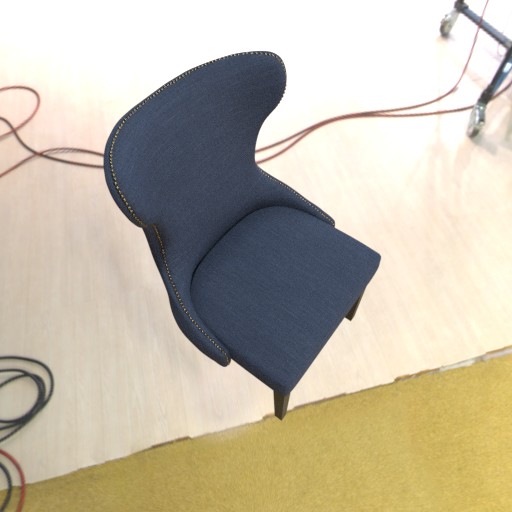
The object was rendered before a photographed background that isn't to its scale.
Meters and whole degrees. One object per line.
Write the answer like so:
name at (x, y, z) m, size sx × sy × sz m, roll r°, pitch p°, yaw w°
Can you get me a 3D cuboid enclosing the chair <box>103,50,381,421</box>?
chair at (0.000, 0.000, 1.381) m, size 0.635 × 0.967 × 0.628 m, roll 33°, pitch 63°, yaw 19°
